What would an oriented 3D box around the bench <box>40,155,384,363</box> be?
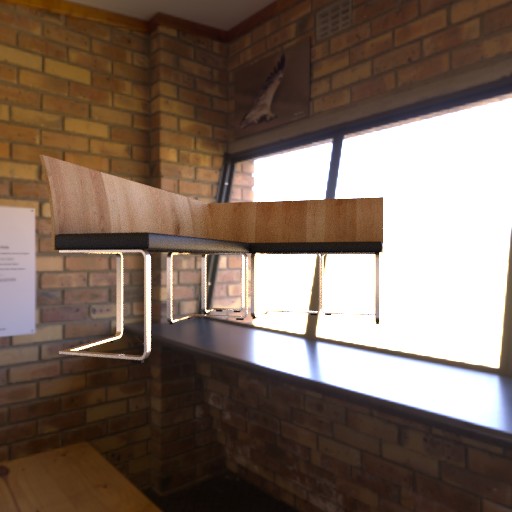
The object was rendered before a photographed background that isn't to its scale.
[{"bbox_3d":[0.000,0.000,2.754,1.495,0.930,1.945,0,0,17],"label":"bench"}]
